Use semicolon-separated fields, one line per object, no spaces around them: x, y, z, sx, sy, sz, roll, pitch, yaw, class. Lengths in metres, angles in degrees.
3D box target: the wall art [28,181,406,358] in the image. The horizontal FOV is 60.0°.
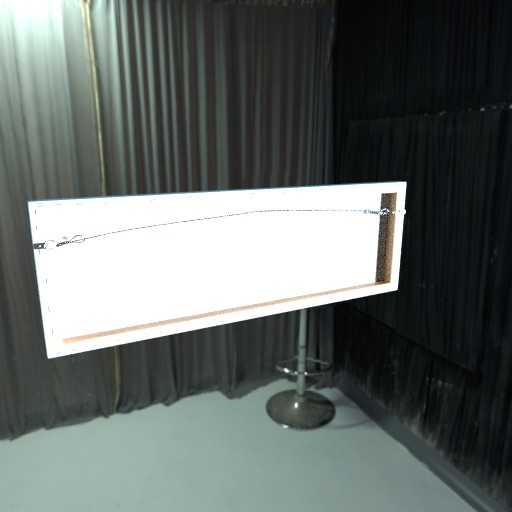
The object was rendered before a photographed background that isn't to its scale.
0.000;0.000;0.854;0.759;0.254;0.044;-7;16;-26;wall art
